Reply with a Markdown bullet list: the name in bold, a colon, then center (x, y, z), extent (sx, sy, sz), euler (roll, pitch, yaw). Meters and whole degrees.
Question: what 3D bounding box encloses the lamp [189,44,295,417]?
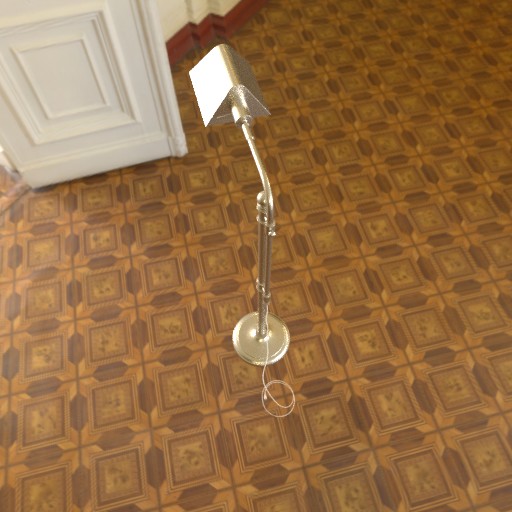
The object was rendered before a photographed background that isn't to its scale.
- **lamp**: center (0.000, 0.000, 0.969), extent (0.159, 0.708, 0.546), euler (-12, 59, -7)
